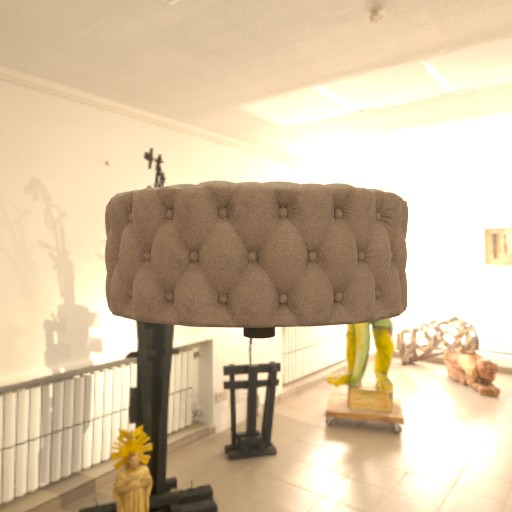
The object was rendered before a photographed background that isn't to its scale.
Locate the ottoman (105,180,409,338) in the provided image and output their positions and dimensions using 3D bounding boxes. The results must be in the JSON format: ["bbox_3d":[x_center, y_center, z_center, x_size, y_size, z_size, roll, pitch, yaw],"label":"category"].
[{"bbox_3d":[0.000,0.000,1.525,0.998,0.399,0.998,0,1,0],"label":"ottoman"}]
